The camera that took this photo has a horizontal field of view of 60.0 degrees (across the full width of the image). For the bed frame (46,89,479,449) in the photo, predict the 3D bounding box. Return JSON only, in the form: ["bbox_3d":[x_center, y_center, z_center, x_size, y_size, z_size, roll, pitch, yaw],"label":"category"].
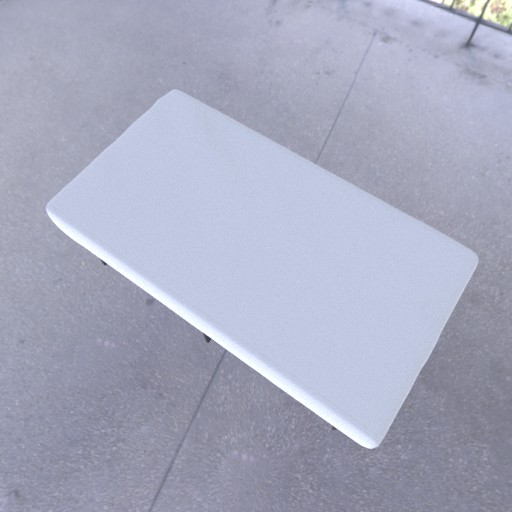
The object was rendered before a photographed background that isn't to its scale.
[{"bbox_3d":[0.000,0.000,2.365,1.908,0.640,1.025,32,68,15],"label":"bed frame"}]
